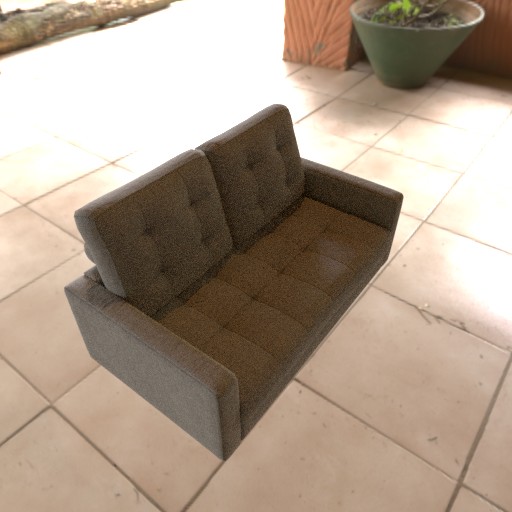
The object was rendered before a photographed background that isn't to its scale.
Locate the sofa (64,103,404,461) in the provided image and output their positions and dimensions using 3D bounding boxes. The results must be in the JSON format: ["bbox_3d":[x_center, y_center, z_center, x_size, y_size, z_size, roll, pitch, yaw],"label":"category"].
[{"bbox_3d":[0.000,0.000,1.991,0.842,0.907,1.407,26,47,27],"label":"sofa"}]
